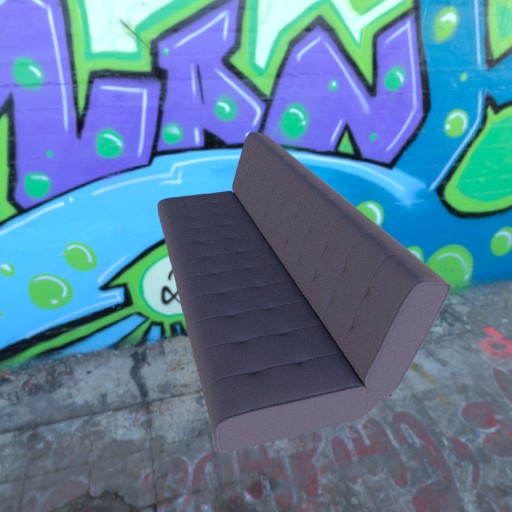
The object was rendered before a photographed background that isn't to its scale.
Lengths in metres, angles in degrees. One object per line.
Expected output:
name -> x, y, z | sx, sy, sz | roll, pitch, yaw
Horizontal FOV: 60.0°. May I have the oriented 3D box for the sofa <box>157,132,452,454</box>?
sofa -> 0.000, 0.000, 2.031 | 0.747, 0.699, 1.703 | -8, 31, -14
